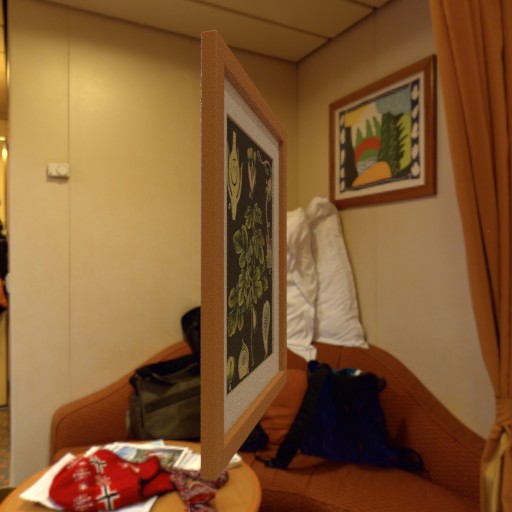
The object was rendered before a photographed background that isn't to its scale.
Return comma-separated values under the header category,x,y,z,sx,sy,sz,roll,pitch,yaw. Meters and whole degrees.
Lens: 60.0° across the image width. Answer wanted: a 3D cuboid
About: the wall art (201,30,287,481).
category,x,y,z,sx,sy,sz,roll,pitch,yaw
wall art,0.000,0.000,0.523,0.015,0.379,0.310,0,0,15
